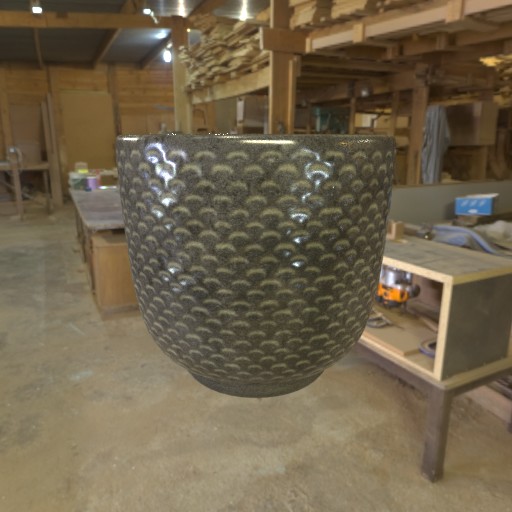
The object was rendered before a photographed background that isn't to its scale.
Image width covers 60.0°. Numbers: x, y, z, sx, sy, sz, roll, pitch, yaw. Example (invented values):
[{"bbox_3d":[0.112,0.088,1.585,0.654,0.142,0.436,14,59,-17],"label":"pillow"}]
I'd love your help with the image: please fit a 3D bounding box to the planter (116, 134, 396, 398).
[{"bbox_3d":[0.000,0.000,0.245,0.140,0.129,0.140,0,15,0],"label":"planter"}]
